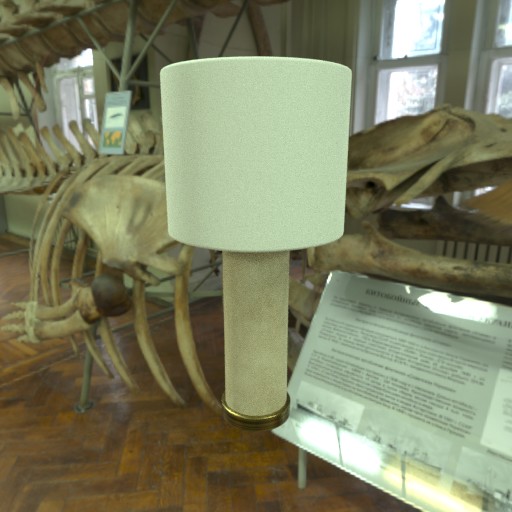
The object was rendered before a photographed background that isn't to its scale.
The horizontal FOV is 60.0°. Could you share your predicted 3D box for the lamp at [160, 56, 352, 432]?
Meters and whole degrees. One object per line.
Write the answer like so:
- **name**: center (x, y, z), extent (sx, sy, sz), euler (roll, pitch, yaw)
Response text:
- **lamp**: center (0.000, 0.000, 0.798), extent (0.305, 0.634, 0.305), euler (2, 15, 8)
